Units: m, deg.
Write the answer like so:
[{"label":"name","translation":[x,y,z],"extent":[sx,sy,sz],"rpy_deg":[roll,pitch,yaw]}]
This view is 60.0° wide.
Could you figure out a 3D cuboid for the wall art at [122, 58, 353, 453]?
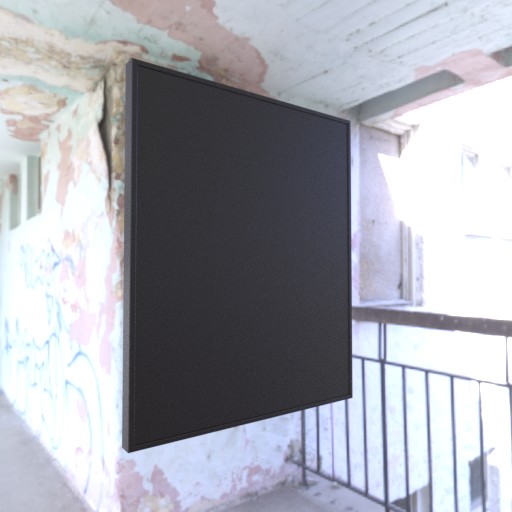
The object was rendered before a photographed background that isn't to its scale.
[{"label":"wall art","translation":[0.000,0.000,0.759],"extent":[0.451,0.551,0.028],"rpy_deg":[1,-2,-36]}]
